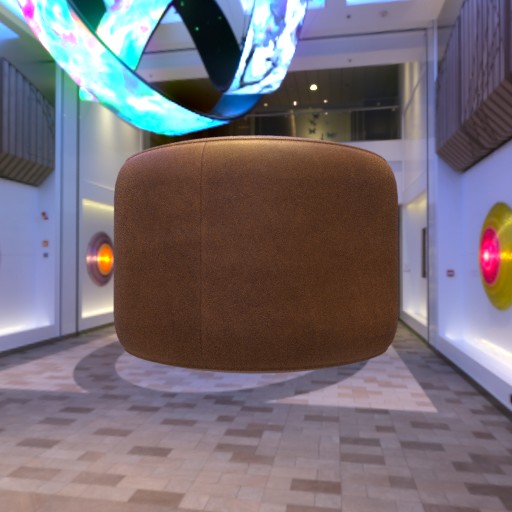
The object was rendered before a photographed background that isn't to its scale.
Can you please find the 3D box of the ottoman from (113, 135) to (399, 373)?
[{"bbox_3d":[0.000,0.000,0.994,0.607,0.438,0.607,0,-1,0],"label":"ottoman"}]
